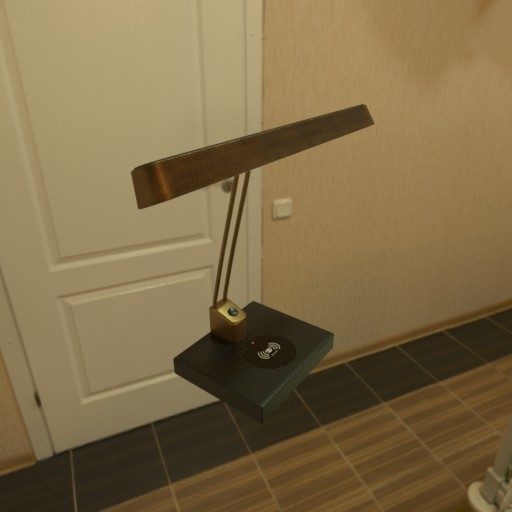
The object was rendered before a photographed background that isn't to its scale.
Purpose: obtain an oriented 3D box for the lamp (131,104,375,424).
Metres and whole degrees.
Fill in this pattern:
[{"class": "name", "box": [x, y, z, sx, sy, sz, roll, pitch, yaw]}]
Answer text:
[{"class": "lamp", "box": [0.000, 0.000, 0.577, 0.156, 0.345, 0.412, 19, 32, 32]}]
